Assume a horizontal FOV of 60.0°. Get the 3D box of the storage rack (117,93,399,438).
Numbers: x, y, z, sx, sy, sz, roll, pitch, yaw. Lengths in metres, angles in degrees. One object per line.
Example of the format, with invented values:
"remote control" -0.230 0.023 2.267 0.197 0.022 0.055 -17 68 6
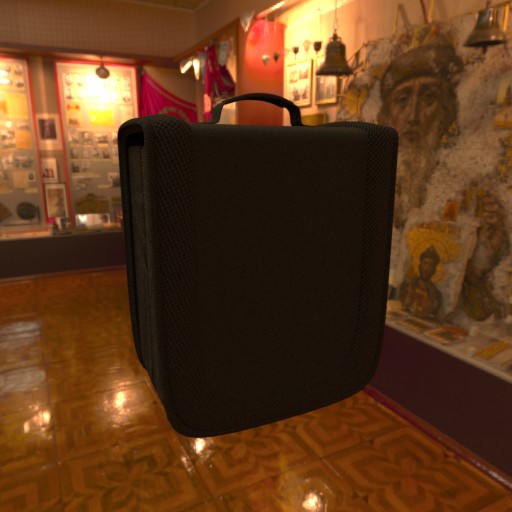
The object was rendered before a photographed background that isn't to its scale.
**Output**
"storage rack" 0.000 0.000 0.562 0.297 0.387 0.168 -6 14 -25
